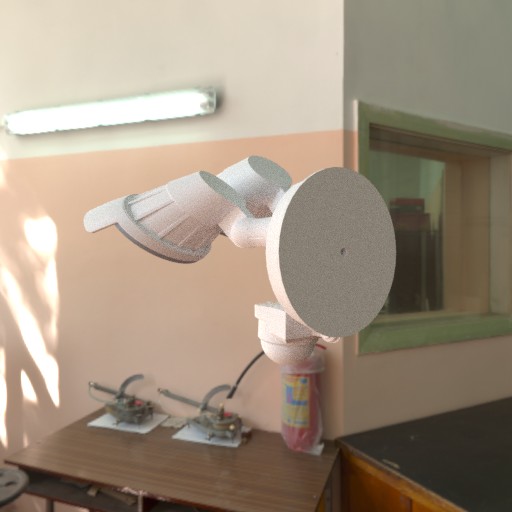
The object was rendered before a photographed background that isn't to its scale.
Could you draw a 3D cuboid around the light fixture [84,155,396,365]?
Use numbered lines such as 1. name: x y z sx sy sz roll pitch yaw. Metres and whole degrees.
1. light fixture: 0.000 0.000 0.530 0.369 0.237 0.278 0 0 -37
